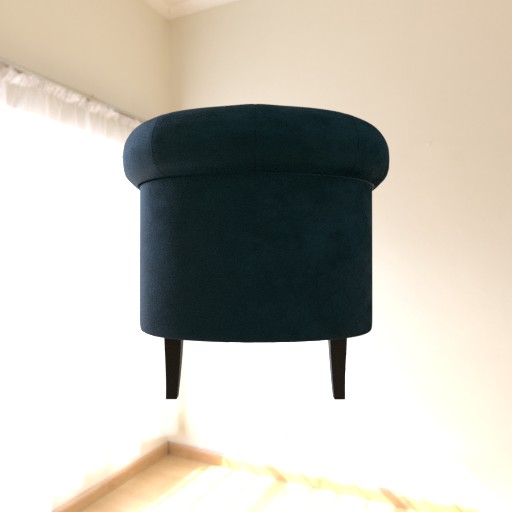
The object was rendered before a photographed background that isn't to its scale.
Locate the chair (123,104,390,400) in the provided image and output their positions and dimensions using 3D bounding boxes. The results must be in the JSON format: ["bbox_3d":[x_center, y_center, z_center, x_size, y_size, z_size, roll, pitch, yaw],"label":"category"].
[{"bbox_3d":[0.000,0.000,1.552,0.904,0.826,0.851,0,0,0],"label":"chair"}]
